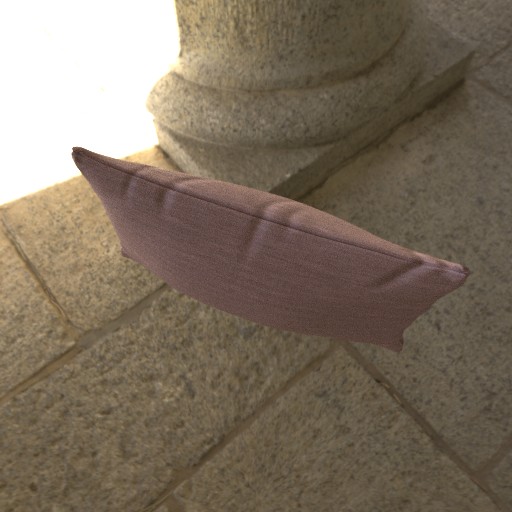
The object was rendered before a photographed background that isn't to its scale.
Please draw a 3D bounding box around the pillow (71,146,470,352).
[{"bbox_3d":[0.000,0.000,0.802,0.633,0.338,0.210,18,63,10],"label":"pillow"}]
